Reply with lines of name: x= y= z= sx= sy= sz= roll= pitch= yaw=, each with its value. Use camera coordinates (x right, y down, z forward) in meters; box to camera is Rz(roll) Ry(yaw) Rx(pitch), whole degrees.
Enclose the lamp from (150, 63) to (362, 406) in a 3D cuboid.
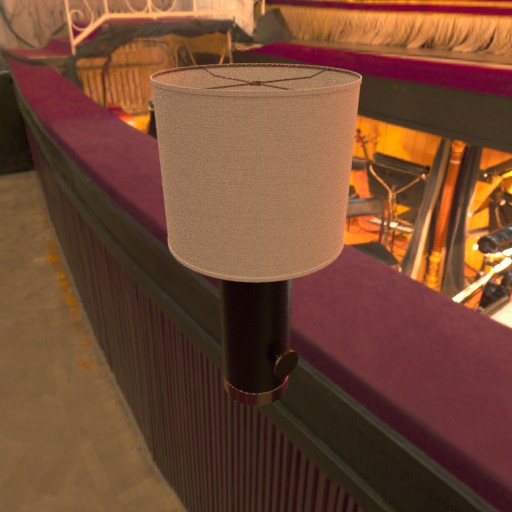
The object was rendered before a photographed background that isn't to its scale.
lamp: x=0.000 y=0.000 z=0.631 sx=0.241 sy=0.482 sz=0.240 roll=-21 pitch=35 yaw=-32
